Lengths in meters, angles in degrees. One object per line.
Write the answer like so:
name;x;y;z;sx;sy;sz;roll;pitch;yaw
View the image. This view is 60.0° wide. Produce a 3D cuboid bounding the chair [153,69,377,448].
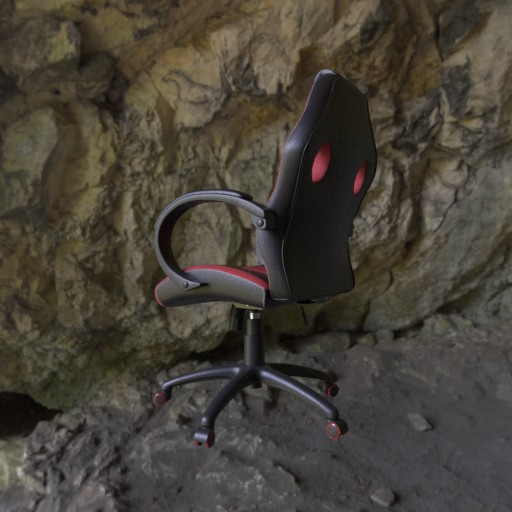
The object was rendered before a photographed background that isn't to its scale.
chair;0.000;0.000;1.690;0.783;1.189;0.750;0;0;35
